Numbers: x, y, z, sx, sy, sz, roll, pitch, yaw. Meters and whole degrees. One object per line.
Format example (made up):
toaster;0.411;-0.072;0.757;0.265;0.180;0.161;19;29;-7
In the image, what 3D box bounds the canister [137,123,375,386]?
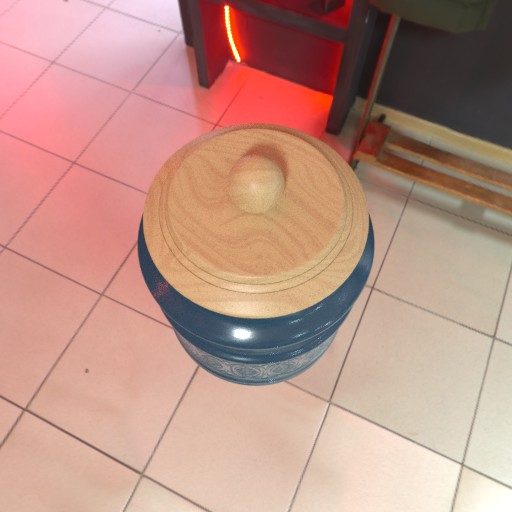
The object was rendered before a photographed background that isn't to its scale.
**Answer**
canister;0.000;0.000;0.270;0.130;0.176;0.130;0;64;0
